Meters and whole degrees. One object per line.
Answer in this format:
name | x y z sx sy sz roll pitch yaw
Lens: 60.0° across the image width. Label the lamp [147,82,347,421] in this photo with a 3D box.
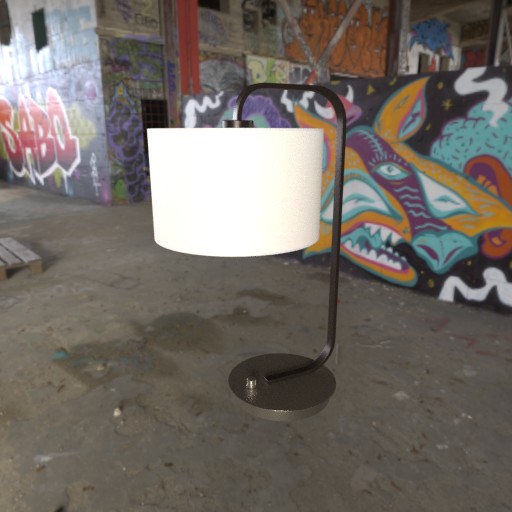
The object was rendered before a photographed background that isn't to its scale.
lamp | 0.000 0.000 0.646 0.288 0.473 0.230 -7 17 -24
